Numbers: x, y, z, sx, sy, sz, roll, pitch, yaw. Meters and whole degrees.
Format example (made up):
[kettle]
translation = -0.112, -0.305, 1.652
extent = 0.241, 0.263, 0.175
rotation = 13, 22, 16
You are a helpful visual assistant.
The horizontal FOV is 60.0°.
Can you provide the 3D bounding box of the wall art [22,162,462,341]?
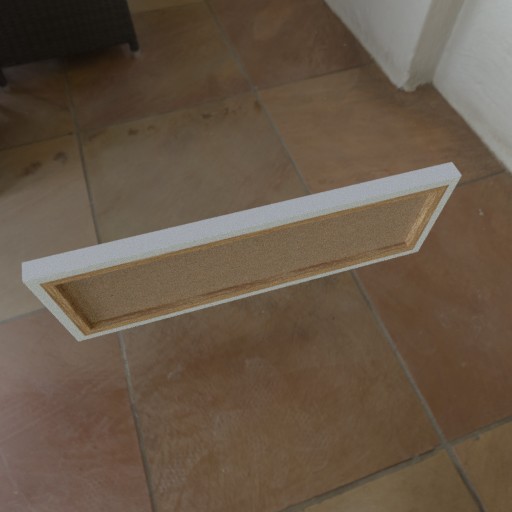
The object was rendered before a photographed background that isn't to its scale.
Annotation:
[wall art]
translation = 0.000, 0.000, 0.859
extent = 0.763, 0.255, 0.038
rotation = -14, 59, -9
